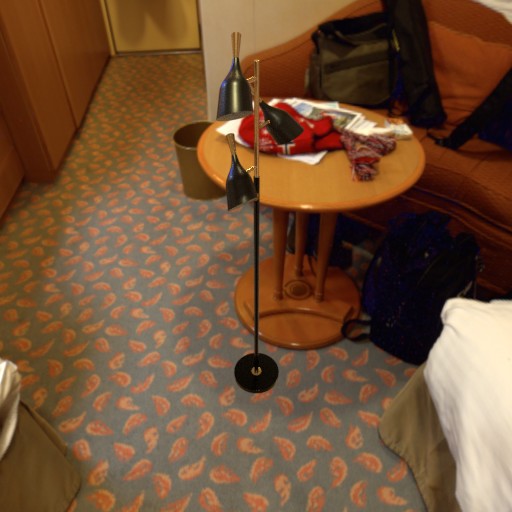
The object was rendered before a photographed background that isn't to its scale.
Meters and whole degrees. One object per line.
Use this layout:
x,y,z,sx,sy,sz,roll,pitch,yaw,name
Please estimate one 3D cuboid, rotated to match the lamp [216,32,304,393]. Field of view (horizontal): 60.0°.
0.000,0.000,1.925,0.253,1.778,0.434,27,48,27,lamp
